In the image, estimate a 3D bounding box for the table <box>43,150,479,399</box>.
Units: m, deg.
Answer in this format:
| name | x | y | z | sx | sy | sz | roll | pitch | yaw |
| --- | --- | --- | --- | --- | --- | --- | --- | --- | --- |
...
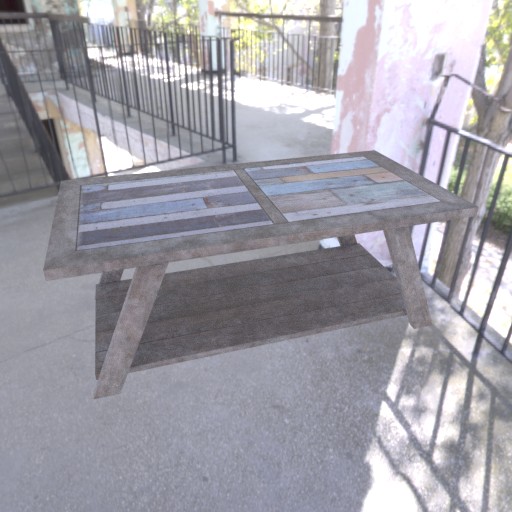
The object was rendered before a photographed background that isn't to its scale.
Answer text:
| name | x | y | z | sx | sy | sz | roll | pitch | yaw |
| --- | --- | --- | --- | --- | --- | --- | --- | --- | --- |
| table | 0.000 | 0.000 | 1.549 | 1.219 | 0.470 | 0.610 | -9 | 31 | -15 |
